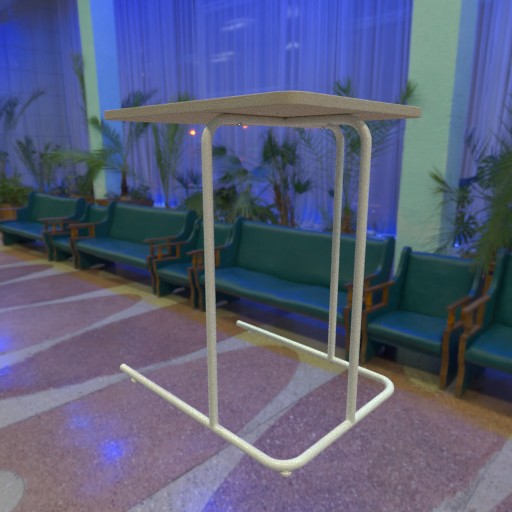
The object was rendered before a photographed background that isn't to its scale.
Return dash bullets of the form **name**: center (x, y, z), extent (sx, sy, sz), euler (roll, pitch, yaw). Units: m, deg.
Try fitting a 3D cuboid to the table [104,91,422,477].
- **table**: center (0.000, 0.000, 0.877), extent (0.480, 0.550, 0.370), euler (13, 19, 43)
